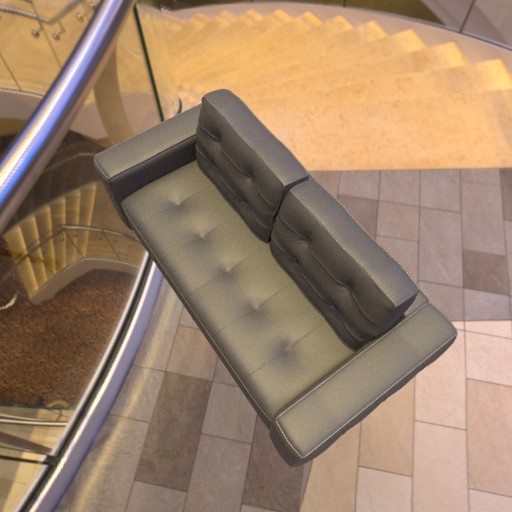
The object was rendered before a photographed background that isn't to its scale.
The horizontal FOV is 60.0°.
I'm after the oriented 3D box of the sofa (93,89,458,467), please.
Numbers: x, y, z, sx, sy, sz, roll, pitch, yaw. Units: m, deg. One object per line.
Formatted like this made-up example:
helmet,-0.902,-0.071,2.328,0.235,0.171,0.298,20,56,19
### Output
sofa,0.000,0.000,2.150,0.833,0.893,1.726,-32,67,-16
